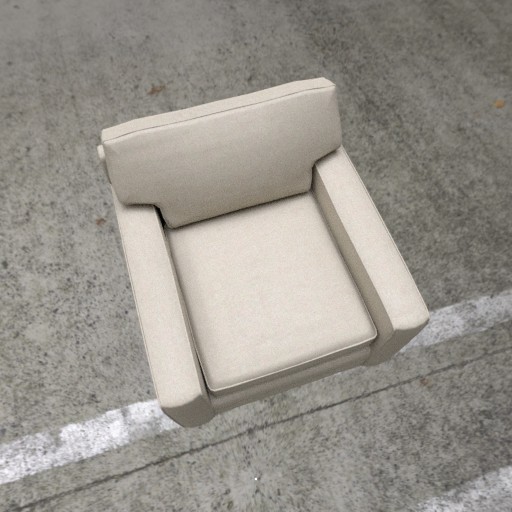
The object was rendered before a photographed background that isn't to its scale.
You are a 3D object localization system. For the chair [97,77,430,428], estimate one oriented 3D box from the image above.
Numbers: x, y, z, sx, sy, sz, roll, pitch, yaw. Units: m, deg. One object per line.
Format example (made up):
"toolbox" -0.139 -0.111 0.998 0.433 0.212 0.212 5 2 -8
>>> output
"chair" 0.000 0.000 1.843 0.998 0.913 1.043 -16 64 -8
